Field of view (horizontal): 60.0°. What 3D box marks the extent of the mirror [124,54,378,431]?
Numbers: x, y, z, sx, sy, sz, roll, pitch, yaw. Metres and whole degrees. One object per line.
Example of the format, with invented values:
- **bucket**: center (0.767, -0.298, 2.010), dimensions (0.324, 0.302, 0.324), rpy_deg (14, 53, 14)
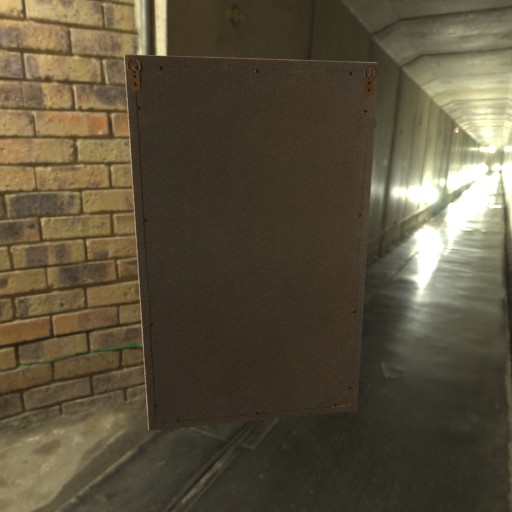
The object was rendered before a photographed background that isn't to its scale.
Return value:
- **mirror**: center (0.000, 0.000, 0.957), dimensions (0.495, 0.787, 0.058), rpy_deg (-2, 14, -9)
